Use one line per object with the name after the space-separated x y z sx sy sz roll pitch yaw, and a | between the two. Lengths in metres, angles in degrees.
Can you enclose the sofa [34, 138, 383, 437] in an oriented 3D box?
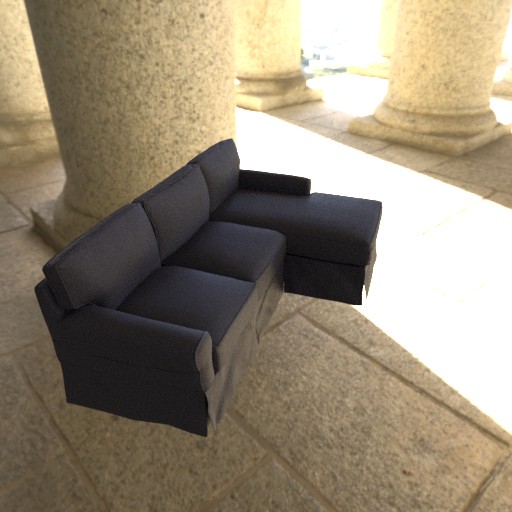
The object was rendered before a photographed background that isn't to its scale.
0.000 0.000 3.251 1.637 1.039 2.518 10 32 17 | sofa
